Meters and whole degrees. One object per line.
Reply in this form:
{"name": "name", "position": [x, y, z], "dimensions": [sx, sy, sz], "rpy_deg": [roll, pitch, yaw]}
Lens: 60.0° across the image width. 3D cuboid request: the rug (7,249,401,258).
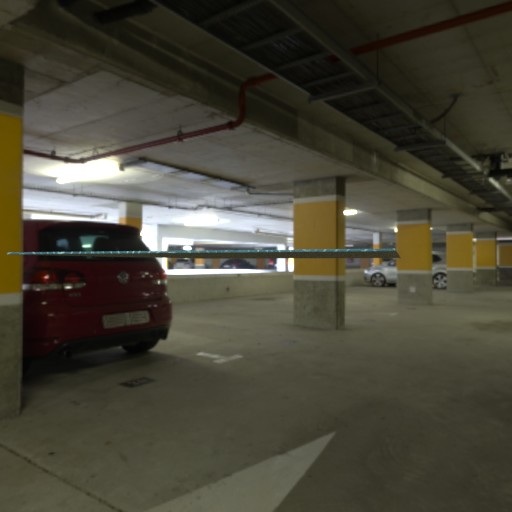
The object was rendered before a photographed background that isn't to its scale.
{"name": "rug", "position": [0.000, 0.000, 3.955], "dimensions": [2.432, 0.012, 3.033], "rpy_deg": [0, -1, 19]}
